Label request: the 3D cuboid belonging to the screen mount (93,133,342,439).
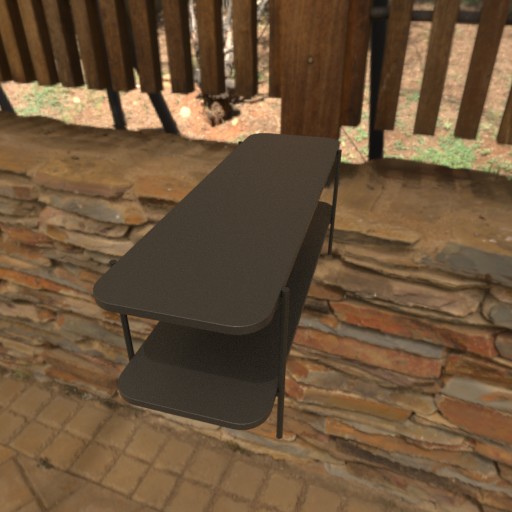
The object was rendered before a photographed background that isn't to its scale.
[{"bbox_3d":[0.000,0.000,1.416,0.400,0.447,1.200,8,32,13],"label":"screen mount"}]
